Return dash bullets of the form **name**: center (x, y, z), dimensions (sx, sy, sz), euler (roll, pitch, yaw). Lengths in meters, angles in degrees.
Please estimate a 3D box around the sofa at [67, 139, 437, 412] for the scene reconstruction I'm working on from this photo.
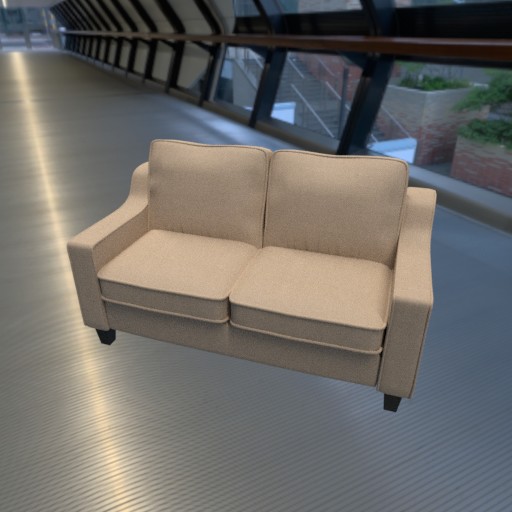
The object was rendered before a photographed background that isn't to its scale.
- **sofa**: center (0.000, 0.000, 3.553), dimensions (2.587, 1.562, 1.351), euler (9, 29, 16)
